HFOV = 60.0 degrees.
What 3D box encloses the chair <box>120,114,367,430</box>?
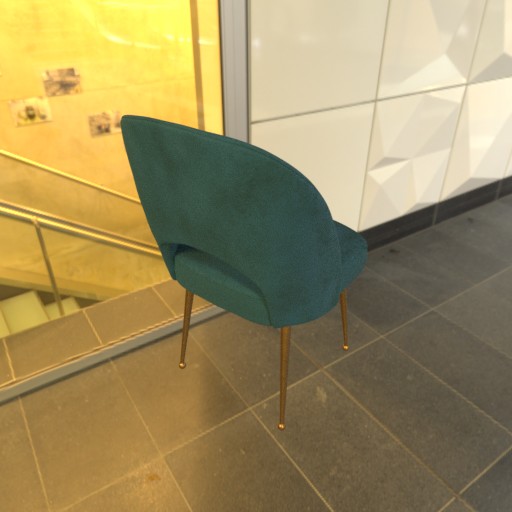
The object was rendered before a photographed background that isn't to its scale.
[{"bbox_3d":[0.000,0.000,1.225,0.527,0.860,0.577,21,38,31],"label":"chair"}]
